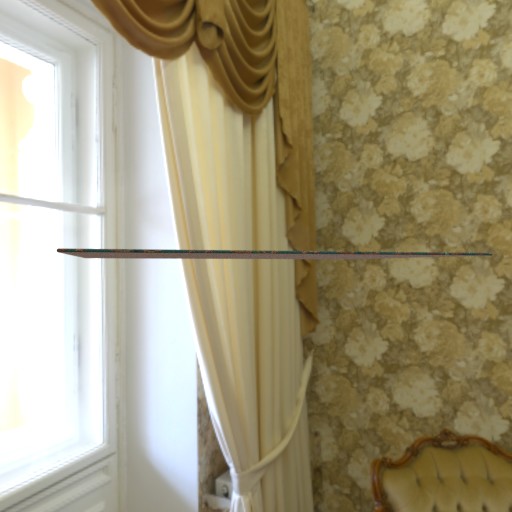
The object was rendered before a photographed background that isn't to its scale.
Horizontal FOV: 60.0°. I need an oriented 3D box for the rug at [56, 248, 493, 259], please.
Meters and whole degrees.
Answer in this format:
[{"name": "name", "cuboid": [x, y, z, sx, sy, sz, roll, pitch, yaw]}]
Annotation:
[{"name": "rug", "cuboid": [0.000, 0.000, 4.210, 3.204, 0.025, 2.434, 0, -1, -18]}]
